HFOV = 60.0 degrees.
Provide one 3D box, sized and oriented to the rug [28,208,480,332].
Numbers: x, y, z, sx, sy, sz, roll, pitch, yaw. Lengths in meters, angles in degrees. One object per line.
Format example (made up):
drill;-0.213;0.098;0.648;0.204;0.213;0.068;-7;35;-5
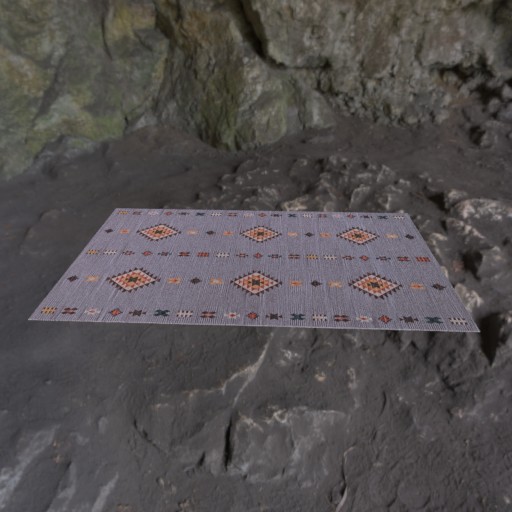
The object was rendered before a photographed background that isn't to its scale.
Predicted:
rug;0.000;0.000;3.034;2.427;0.007;1.515;1;30;2
